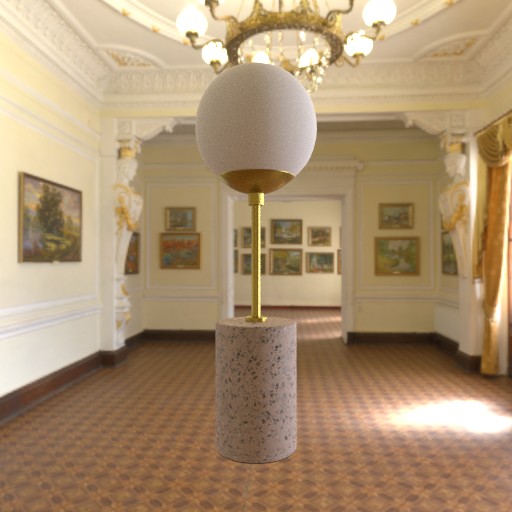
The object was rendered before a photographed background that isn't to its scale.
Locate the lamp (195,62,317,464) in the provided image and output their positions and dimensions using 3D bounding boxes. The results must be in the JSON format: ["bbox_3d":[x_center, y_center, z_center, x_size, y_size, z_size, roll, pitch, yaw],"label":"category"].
[{"bbox_3d":[0.000,0.000,0.563,0.153,0.480,0.153,0,-1,0],"label":"lamp"}]
